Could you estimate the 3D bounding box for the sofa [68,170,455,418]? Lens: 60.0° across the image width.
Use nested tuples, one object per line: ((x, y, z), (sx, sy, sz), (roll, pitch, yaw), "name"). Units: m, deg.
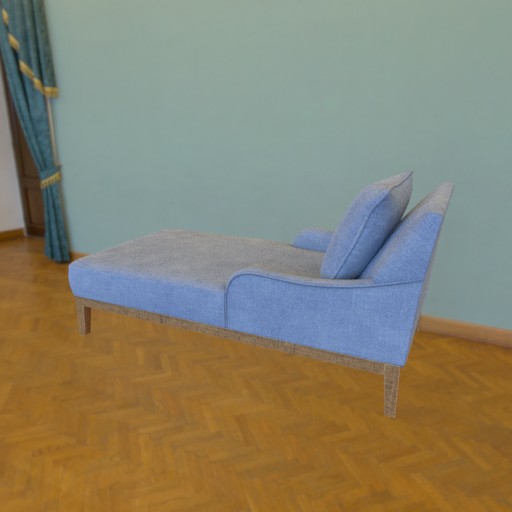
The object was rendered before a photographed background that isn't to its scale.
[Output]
((0.000, 0.000, 2.305), (1.779, 0.883, 0.904), (8, 19, 24), "sofa")
